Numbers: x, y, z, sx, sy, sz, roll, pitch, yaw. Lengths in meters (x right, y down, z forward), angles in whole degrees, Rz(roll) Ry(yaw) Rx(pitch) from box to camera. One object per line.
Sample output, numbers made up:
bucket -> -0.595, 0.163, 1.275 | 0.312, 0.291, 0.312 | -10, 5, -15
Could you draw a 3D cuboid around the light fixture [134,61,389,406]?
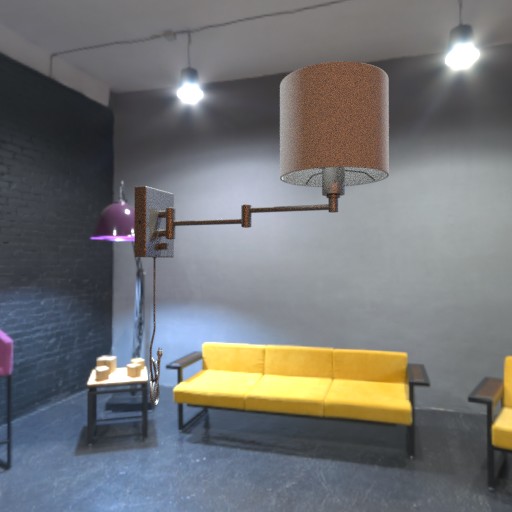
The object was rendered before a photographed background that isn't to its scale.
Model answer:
light fixture -> 0.000, 0.000, 0.897 | 0.516, 0.651, 0.203 | 0, -1, 20
